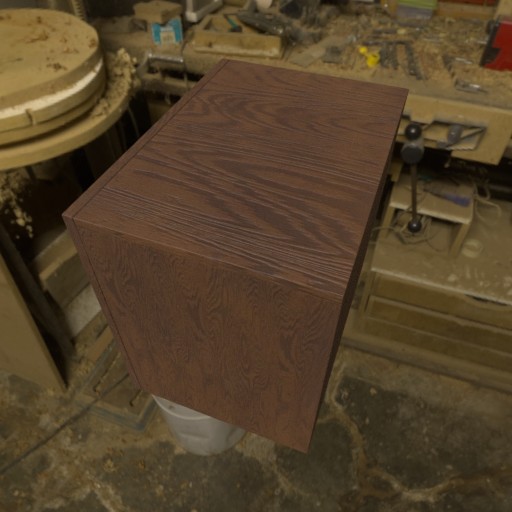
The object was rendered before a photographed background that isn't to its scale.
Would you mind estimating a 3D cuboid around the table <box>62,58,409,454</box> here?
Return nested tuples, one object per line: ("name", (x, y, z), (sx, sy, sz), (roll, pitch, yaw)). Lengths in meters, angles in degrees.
("table", (0.000, 0.000, 0.970), (0.439, 0.585, 0.560), (16, 49, 14))
